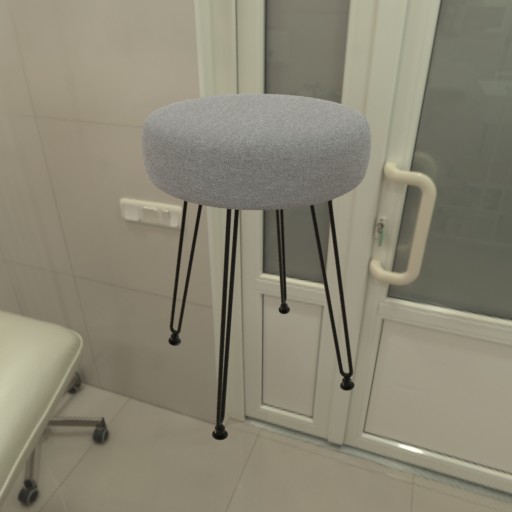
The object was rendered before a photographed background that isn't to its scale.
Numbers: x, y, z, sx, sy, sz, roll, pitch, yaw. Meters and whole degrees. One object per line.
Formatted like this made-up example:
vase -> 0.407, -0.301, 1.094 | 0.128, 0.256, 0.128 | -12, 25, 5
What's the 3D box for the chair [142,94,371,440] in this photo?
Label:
chair -> 0.000, 0.000, 0.684 | 0.350, 0.440, 0.350 | 10, 32, 17
